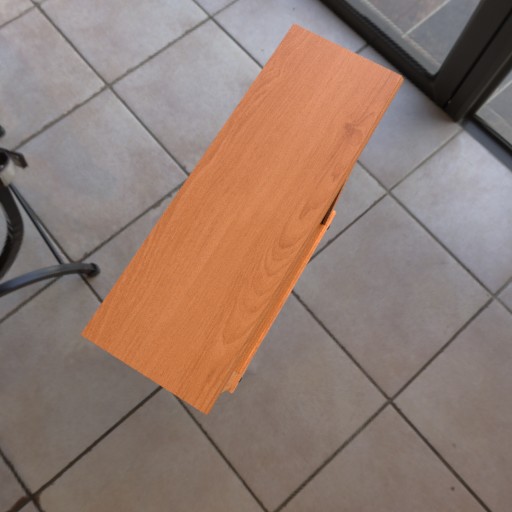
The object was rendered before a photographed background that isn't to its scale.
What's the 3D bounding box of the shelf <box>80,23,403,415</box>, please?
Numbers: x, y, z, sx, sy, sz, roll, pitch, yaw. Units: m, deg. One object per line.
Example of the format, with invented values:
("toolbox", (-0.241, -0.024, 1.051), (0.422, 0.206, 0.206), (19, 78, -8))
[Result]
("shelf", (0.000, 0.000, 1.403), (0.291, 0.980, 0.840), (30, 77, 8))
